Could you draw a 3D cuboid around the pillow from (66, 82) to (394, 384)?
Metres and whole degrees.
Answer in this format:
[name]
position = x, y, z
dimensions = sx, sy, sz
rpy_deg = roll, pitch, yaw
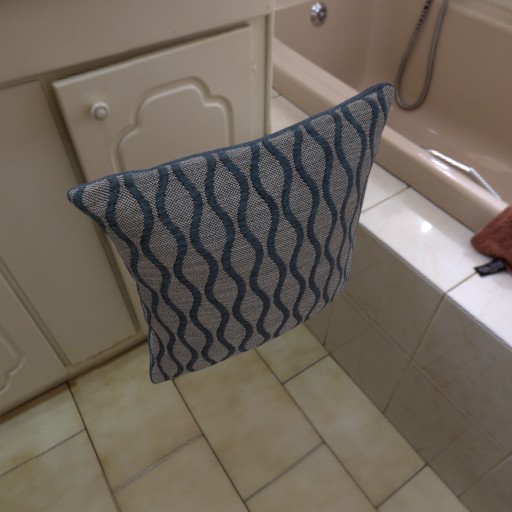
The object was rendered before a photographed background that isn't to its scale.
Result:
[pillow]
position = 0.000, 0.000, 0.672
dimensions = 0.435, 0.435, 0.159
rpy_deg = -25, 53, -20
